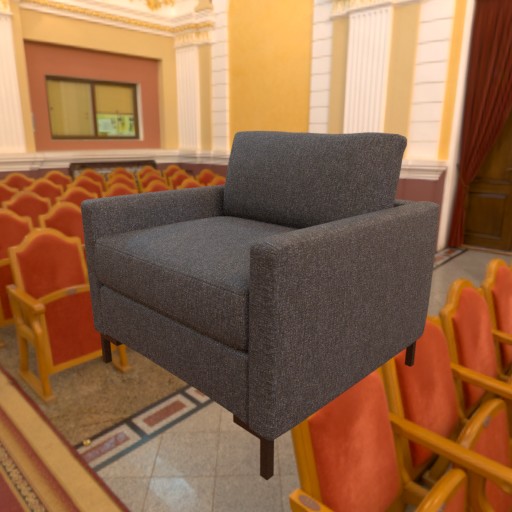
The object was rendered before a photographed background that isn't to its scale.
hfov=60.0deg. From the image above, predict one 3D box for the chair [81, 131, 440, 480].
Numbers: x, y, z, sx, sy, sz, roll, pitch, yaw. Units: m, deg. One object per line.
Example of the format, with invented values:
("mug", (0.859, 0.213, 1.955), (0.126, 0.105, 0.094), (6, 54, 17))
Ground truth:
("chair", (0.000, 0.000, 1.581), (0.963, 0.861, 0.866), (15, 21, 42))
